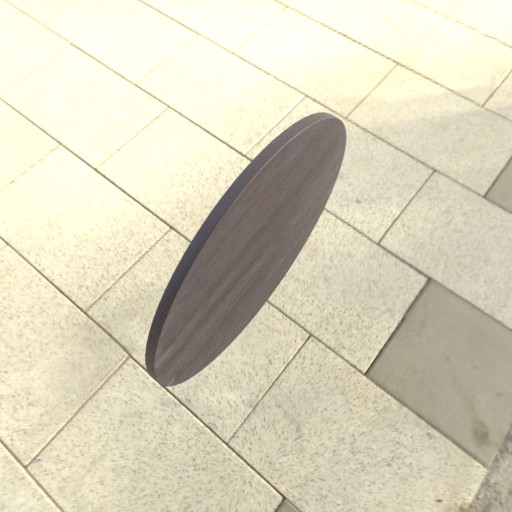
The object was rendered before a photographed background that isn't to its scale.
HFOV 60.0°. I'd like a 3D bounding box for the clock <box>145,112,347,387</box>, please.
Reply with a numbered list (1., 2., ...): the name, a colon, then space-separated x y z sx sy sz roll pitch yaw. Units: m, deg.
1. clock: 0.000 0.000 0.875 0.029 0.595 0.595 34 69 15
